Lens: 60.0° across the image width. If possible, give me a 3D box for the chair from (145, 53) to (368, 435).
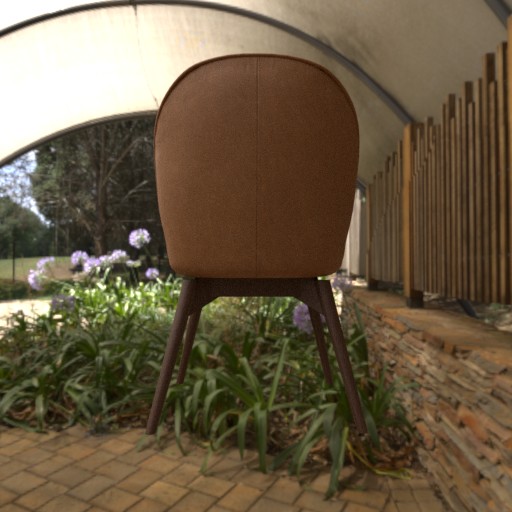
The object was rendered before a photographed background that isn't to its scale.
[{"bbox_3d":[0.000,0.000,1.220,0.521,0.831,0.631,0,-1,-1],"label":"chair"}]
